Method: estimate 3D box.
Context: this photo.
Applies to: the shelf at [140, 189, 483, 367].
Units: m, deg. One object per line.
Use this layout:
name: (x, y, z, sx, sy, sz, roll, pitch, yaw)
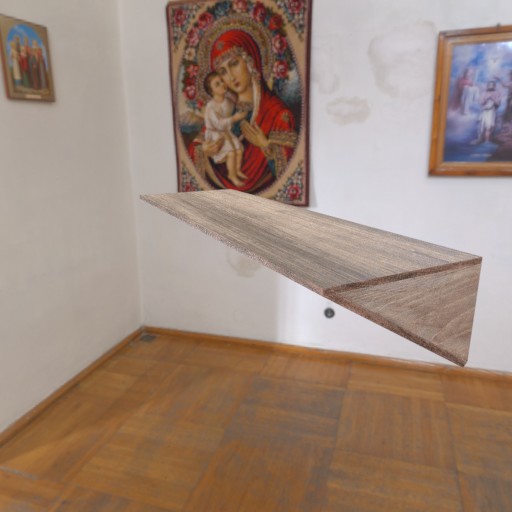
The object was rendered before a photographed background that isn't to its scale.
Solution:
shelf: (0.000, 0.000, 0.682, 0.200, 0.125, 0.610, -8, 18, -27)
